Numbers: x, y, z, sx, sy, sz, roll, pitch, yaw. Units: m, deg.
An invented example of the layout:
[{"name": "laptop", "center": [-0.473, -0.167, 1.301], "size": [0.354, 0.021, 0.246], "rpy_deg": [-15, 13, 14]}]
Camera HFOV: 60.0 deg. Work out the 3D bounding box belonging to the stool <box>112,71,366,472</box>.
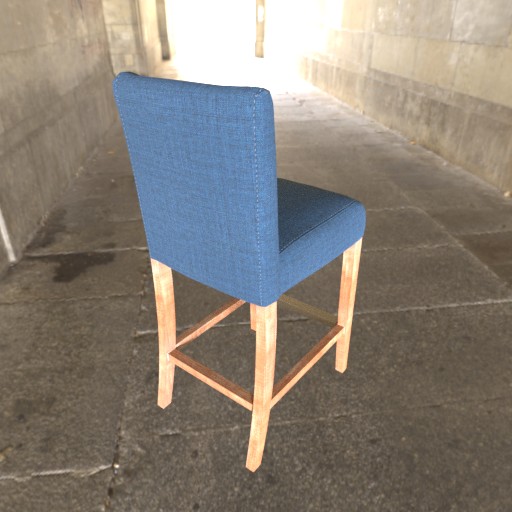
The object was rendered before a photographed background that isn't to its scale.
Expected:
[{"name": "stool", "center": [0.000, 0.000, 1.323], "size": [0.454, 1.039, 0.567], "rpy_deg": [20, 35, 32]}]
